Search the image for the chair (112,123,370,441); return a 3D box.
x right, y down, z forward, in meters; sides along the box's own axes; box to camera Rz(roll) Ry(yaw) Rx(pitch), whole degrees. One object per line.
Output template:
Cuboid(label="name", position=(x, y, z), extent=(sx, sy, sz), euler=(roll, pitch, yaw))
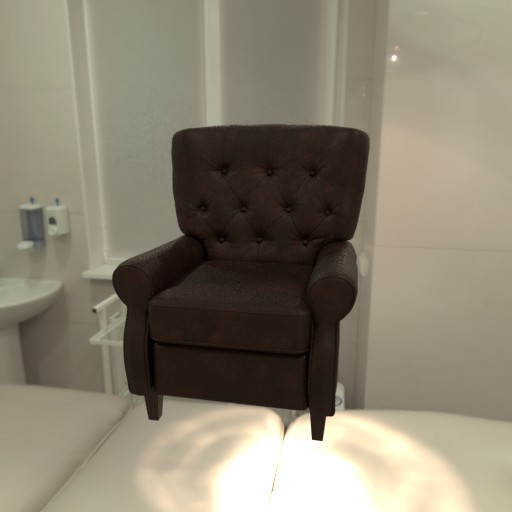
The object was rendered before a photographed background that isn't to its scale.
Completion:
Cuboid(label="chair", position=(0.000, 0.000, 1.959), extent=(0.948, 1.158, 1.058), euler=(3, 14, 11))
